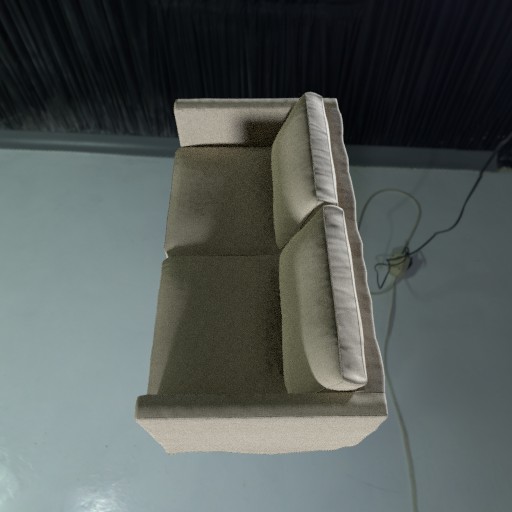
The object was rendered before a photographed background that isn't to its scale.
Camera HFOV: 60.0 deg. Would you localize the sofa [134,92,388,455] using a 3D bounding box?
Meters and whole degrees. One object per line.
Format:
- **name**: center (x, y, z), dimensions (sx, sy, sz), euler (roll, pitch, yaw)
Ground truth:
- **sofa**: center (0.000, 0.000, 2.276), dimensions (0.956, 0.828, 1.766), euler (-1, 58, 0)
